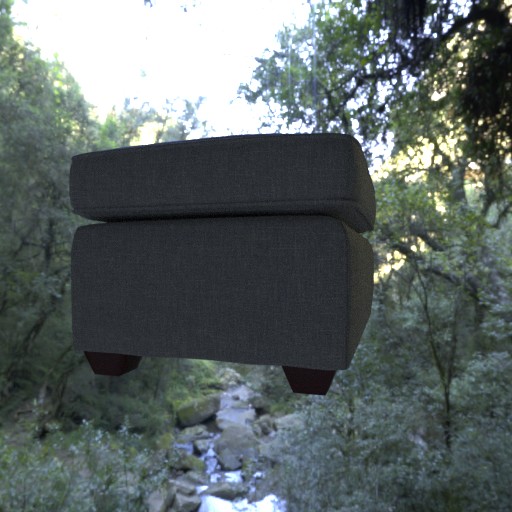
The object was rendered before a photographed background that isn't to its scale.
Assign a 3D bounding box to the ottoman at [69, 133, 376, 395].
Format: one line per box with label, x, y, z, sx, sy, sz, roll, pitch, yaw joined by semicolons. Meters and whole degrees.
ottoman;0.000;0.000;1.104;0.559;0.457;0.762;0;0;17
